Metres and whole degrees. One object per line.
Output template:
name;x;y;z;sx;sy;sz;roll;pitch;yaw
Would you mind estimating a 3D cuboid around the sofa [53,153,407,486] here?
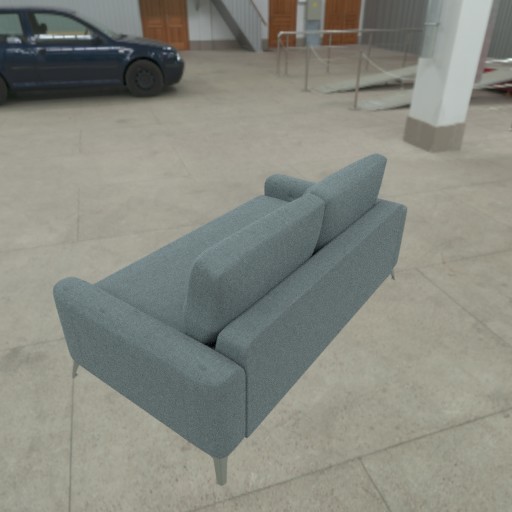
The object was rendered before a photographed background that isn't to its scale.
sofa;0.000;0.000;2.149;0.920;0.790;1.650;20;36;31
